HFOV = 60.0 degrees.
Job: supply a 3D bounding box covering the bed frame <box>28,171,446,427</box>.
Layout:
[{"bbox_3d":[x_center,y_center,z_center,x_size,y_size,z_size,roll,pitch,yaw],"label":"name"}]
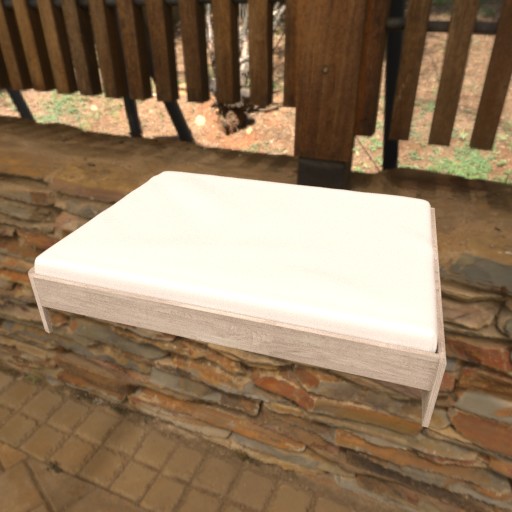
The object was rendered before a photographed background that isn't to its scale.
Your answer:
[{"bbox_3d":[0.000,0.000,2.568,1.950,0.462,1.490,9,31,15],"label":"bed frame"}]
